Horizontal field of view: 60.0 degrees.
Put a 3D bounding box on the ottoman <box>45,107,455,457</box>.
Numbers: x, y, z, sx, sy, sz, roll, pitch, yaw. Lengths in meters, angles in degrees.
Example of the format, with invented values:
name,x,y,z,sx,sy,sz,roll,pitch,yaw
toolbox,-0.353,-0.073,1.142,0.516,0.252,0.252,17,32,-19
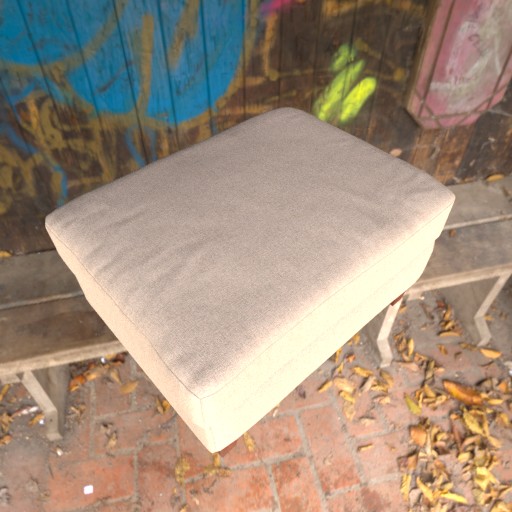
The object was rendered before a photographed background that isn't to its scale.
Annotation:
name,x,y,z,sx,sy,sz,roll,pitch,yaw
ottoman,0.000,0.000,1.304,0.902,0.511,0.692,-33,54,-28
